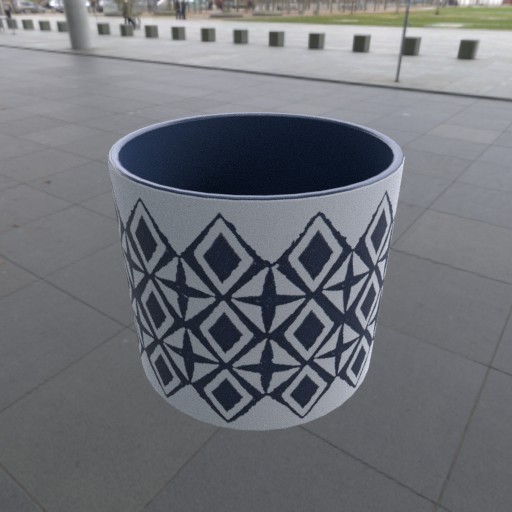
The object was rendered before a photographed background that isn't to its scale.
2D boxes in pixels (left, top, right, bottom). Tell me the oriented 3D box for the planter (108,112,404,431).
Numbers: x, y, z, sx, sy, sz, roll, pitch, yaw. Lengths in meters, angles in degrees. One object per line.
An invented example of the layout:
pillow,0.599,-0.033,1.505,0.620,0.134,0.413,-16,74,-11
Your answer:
planter,0.000,0.000,0.396,0.224,0.203,0.224,0,30,0
